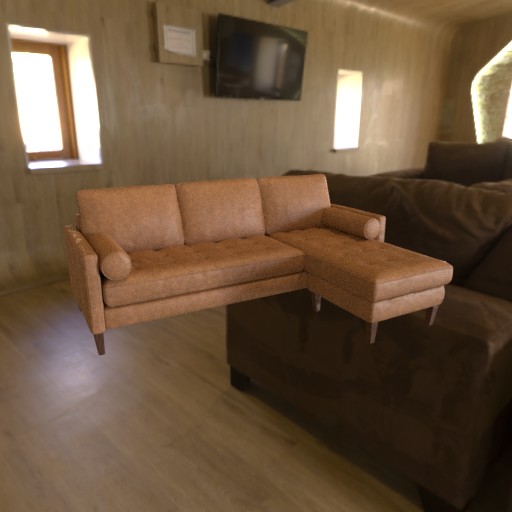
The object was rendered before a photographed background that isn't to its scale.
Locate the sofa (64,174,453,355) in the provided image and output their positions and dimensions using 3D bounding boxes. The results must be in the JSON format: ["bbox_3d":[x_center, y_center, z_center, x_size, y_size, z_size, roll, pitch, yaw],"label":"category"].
[{"bbox_3d":[0.000,0.000,2.938,2.178,0.876,1.506,-9,19,-28],"label":"sofa"}]
